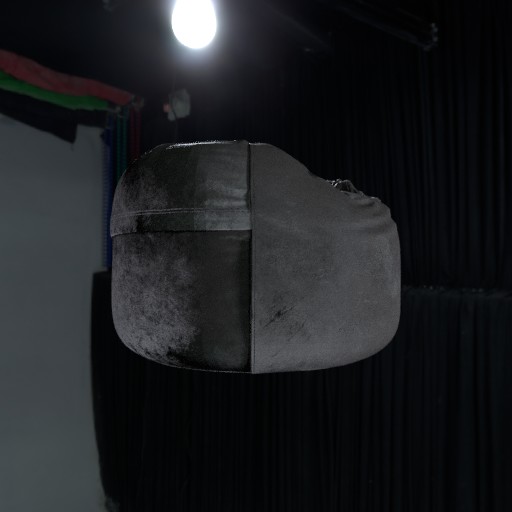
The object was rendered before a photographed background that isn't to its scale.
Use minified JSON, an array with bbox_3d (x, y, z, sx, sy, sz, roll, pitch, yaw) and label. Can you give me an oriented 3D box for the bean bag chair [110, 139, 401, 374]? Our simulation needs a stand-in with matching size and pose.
[{"bbox_3d":[0.000,0.000,1.475,0.918,0.605,0.918,0,0,0],"label":"bean bag chair"}]
